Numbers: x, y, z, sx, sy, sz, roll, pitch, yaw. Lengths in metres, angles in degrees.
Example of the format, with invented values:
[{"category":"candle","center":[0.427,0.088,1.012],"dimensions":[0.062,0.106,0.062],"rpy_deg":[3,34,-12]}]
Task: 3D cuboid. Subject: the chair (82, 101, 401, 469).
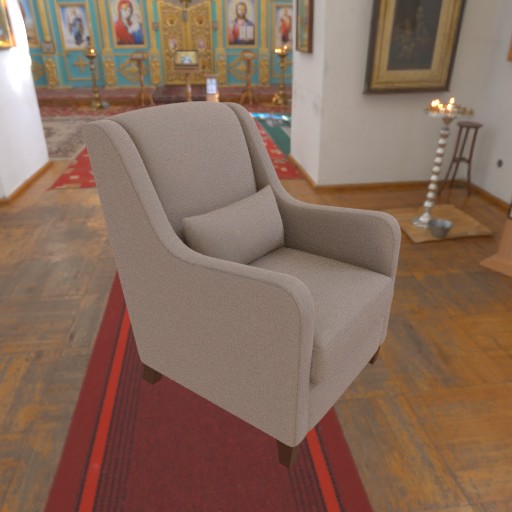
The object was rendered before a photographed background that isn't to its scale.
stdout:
[{"category":"chair","center":[0.000,0.000,1.639],"dimensions":[0.896,1.017,0.715],"rpy_deg":[18,31,33]}]
